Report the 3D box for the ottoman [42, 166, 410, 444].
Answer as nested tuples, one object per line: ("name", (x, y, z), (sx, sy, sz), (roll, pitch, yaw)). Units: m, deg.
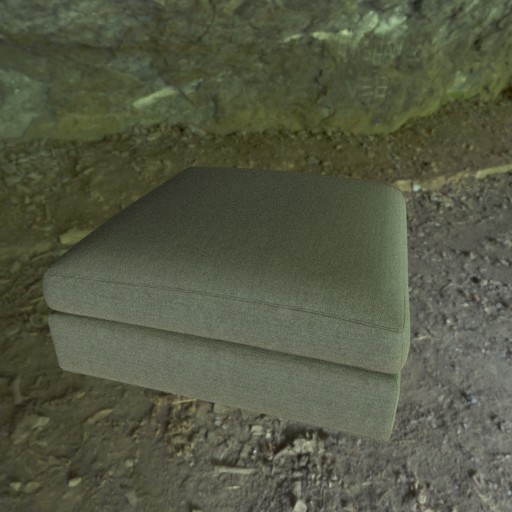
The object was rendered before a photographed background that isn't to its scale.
("ottoman", (0.000, 0.000, 1.619), (1.041, 0.470, 1.041), (8, 28, 14))
